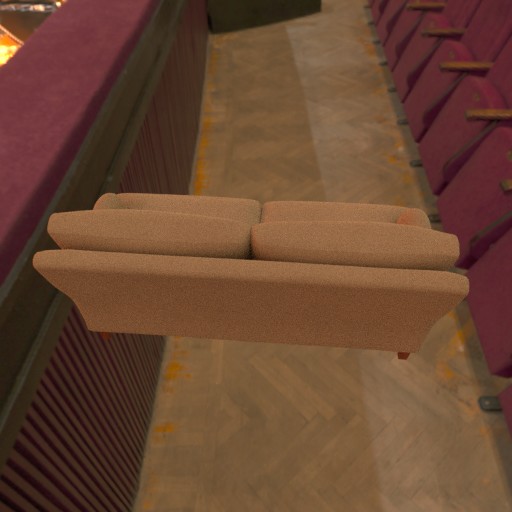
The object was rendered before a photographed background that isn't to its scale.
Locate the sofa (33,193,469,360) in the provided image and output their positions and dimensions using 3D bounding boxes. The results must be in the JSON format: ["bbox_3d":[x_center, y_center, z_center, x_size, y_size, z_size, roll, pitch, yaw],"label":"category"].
[{"bbox_3d":[0.000,0.000,2.658,2.070,0.997,1.091,3,46,3],"label":"sofa"}]
